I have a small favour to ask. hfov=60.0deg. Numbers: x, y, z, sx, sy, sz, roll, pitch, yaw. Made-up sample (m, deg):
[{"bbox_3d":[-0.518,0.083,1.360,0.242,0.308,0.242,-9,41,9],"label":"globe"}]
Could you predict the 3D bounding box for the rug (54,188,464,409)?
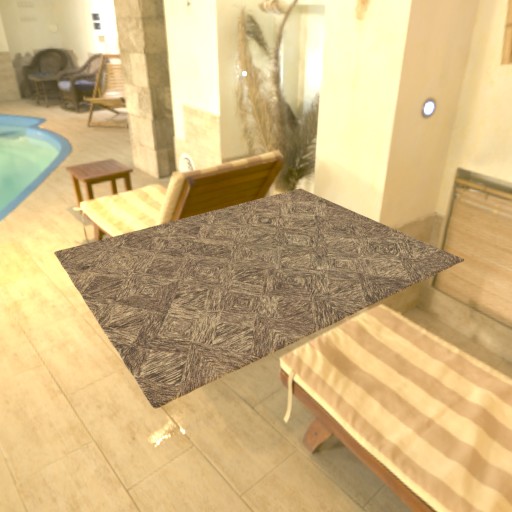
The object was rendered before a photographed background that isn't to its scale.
[{"bbox_3d":[0.000,0.000,4.330,3.204,0.017,2.448,-19,34,-30],"label":"rug"}]
